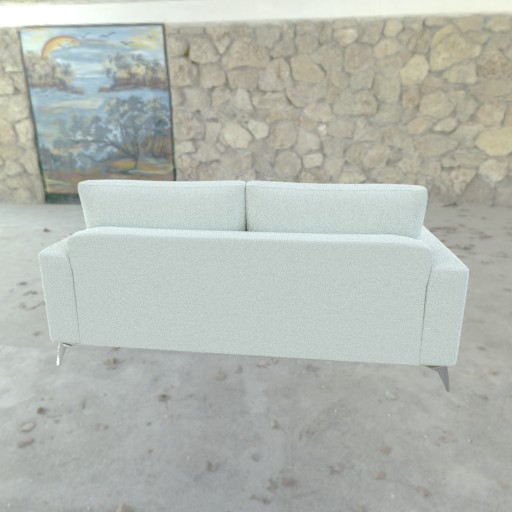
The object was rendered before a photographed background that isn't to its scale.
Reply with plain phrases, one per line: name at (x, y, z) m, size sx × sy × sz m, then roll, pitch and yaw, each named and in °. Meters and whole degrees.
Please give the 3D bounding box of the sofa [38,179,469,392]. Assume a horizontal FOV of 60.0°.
sofa at (0.000, 0.000, 2.124) m, size 1.650 × 0.790 × 0.920 m, roll 2°, pitch 17°, yaw 7°
